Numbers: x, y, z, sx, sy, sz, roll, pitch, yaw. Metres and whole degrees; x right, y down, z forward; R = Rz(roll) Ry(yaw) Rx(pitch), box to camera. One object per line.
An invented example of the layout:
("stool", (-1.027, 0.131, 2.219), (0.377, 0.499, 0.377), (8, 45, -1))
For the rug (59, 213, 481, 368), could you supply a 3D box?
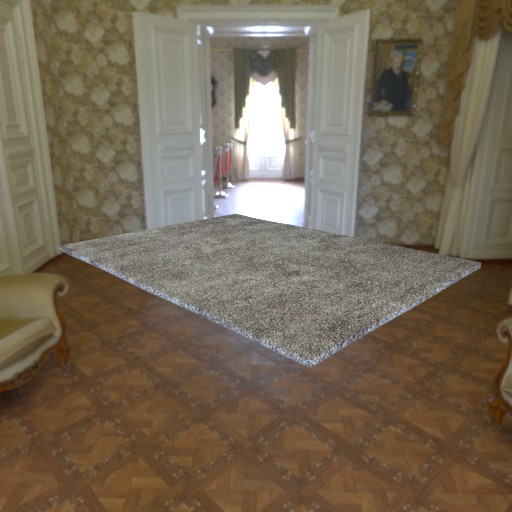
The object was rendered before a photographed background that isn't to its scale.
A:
("rug", (0.000, 0.000, 2.080), (1.198, 0.025, 1.601), (-16, 23, -43))
